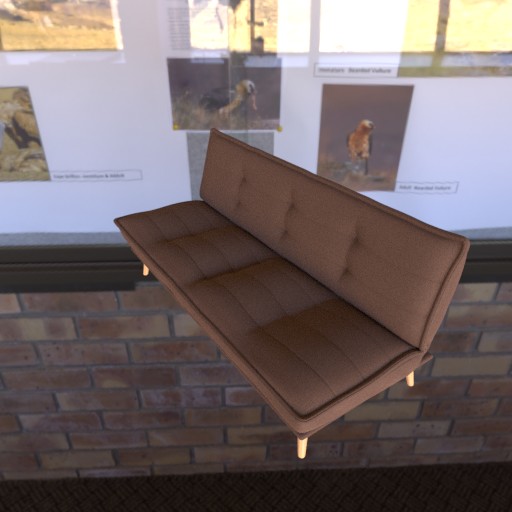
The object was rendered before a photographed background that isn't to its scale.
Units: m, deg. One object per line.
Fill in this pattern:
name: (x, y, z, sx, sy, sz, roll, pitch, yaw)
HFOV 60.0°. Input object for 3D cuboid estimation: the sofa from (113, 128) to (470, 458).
sofa: (0.000, 0.000, 2.402, 0.950, 0.890, 1.940, -19, 36, -29)
